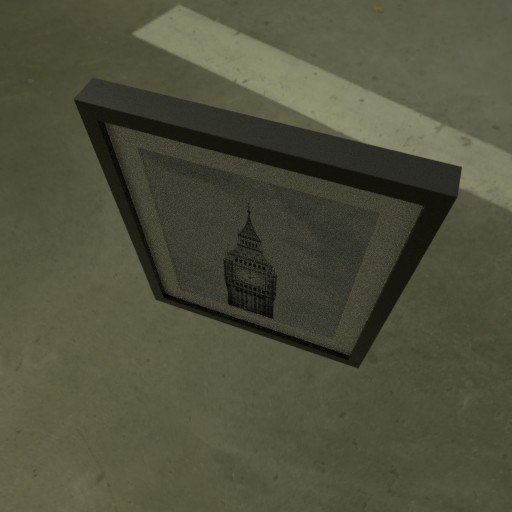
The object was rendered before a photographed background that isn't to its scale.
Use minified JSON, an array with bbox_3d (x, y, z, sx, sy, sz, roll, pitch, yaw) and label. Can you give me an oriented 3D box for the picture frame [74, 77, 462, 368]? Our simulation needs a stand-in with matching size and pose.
[{"bbox_3d":[0.000,0.000,0.524,0.328,0.378,0.034,17,58,11],"label":"picture frame"}]
